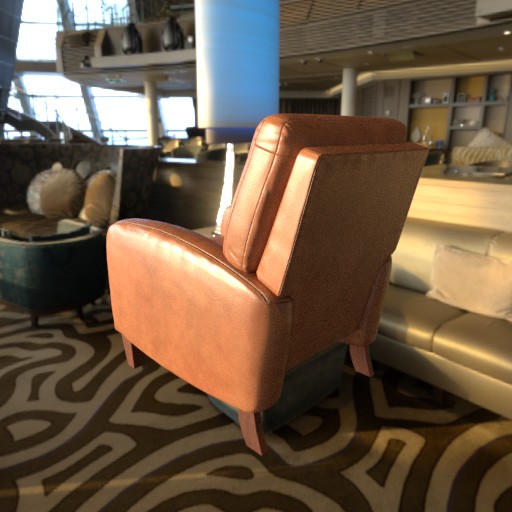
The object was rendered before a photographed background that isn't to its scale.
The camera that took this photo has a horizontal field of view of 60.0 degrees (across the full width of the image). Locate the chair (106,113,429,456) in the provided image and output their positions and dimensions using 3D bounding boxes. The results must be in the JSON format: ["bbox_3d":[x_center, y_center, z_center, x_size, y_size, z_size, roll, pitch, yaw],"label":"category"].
[{"bbox_3d":[0.000,0.000,1.664,0.990,0.990,0.762,15,22,42],"label":"chair"}]
